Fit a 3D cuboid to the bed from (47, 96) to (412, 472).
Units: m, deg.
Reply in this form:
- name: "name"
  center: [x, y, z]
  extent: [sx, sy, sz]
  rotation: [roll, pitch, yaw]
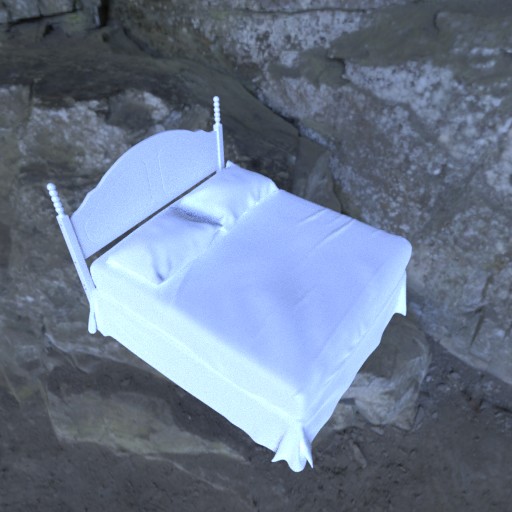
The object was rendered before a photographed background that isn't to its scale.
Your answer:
- name: "bed"
  center: [0.000, 0.000, 3.246]
  extent: [2.040, 1.356, 1.873]
  rotation: [26, 49, 26]
